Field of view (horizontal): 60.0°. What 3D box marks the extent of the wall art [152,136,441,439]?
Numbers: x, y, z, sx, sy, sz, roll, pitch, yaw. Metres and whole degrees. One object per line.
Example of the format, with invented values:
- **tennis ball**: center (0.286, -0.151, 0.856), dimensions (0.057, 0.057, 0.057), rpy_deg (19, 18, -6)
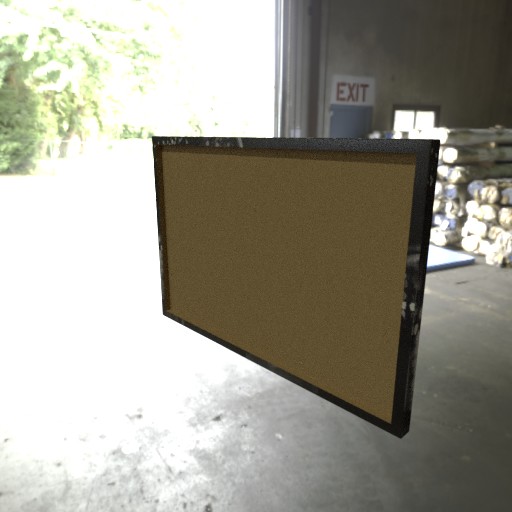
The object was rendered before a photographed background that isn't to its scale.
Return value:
- **wall art**: center (0.000, 0.000, 1.177), dimensions (0.038, 0.609, 0.914), rpy_deg (-15, 21, -42)
